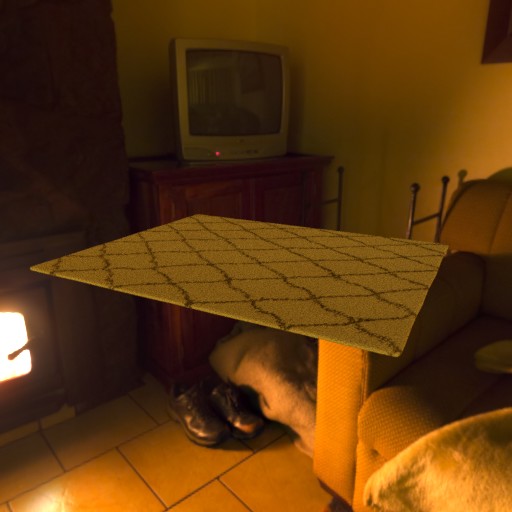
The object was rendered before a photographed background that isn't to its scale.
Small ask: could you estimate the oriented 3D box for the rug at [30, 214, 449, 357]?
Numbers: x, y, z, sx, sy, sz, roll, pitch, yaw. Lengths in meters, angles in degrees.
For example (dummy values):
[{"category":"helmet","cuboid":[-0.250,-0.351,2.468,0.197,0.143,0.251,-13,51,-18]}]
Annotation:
[{"category":"rug","cuboid":[0.000,0.000,4.070,3.047,0.029,2.438,9,20,27]}]
